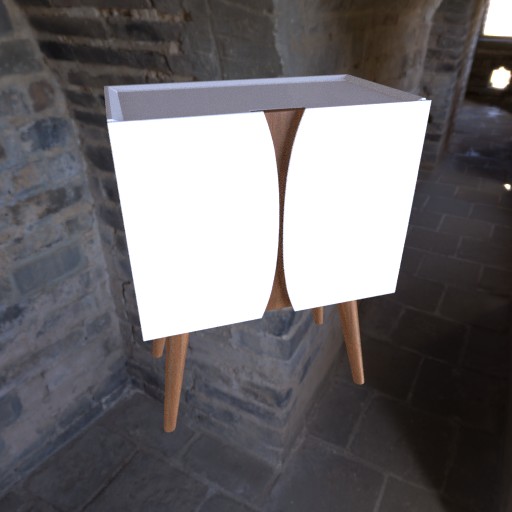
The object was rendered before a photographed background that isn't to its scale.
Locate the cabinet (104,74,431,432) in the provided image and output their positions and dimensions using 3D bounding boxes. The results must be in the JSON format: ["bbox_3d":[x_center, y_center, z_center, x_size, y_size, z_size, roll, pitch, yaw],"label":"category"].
[{"bbox_3d":[0.000,0.000,1.098,0.591,0.772,0.344,-9,31,-15],"label":"cabinet"}]
